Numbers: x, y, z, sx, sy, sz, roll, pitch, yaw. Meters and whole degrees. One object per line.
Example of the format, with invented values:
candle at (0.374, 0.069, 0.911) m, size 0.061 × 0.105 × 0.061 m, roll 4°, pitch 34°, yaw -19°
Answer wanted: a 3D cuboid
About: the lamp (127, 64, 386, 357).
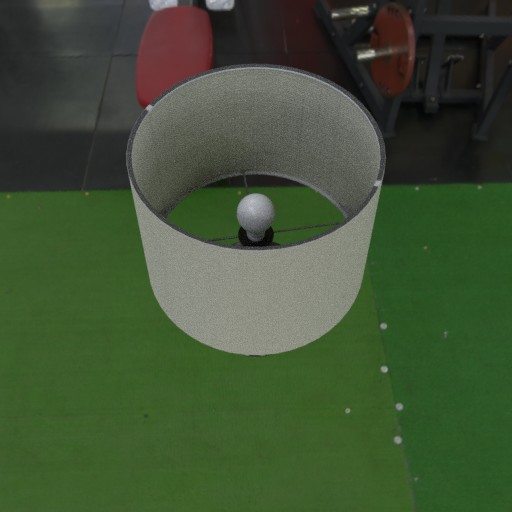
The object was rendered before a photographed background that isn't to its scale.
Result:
lamp at (0.000, 0.000, 0.789) m, size 0.376 × 0.540 × 0.376 m, roll 0°, pitch 58°, yaw 0°
